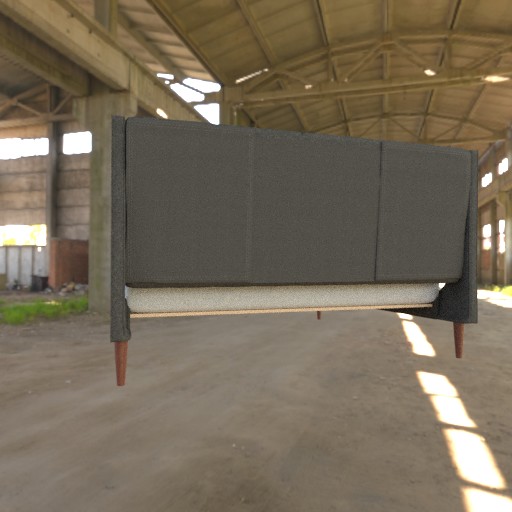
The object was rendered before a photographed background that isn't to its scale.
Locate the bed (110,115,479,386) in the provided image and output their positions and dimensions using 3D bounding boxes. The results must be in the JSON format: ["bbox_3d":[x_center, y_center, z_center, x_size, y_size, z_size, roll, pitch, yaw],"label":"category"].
[{"bbox_3d":[0.000,0.000,2.470,1.531,0.933,1.638,0,-1,-18],"label":"bed"}]
